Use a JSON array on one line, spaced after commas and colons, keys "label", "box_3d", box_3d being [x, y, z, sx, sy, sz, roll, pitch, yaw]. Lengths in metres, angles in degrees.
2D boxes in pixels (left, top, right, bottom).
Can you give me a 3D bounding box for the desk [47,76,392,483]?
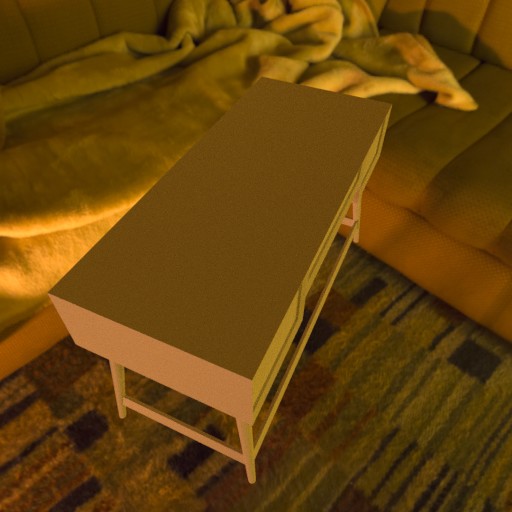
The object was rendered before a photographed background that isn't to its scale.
[{"label": "desk", "box_3d": [0.000, 0.000, 1.722, 0.589, 0.762, 1.313, 19, 50, 17]}]
